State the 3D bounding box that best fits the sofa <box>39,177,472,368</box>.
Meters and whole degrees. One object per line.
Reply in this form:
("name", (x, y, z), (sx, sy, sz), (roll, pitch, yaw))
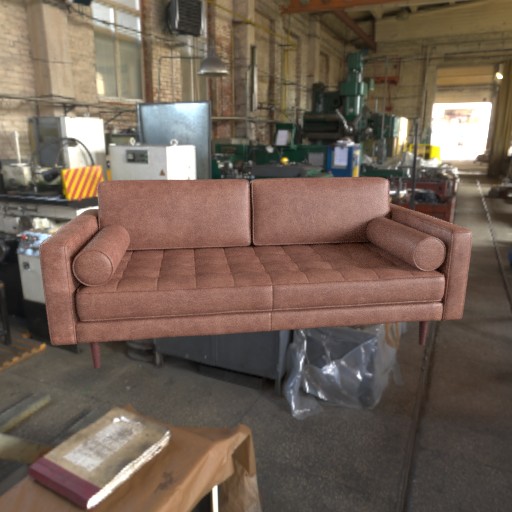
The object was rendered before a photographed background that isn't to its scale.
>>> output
("sofa", (0.000, 0.000, 2.309), (1.870, 0.760, 0.910), (-2, 15, -8))
